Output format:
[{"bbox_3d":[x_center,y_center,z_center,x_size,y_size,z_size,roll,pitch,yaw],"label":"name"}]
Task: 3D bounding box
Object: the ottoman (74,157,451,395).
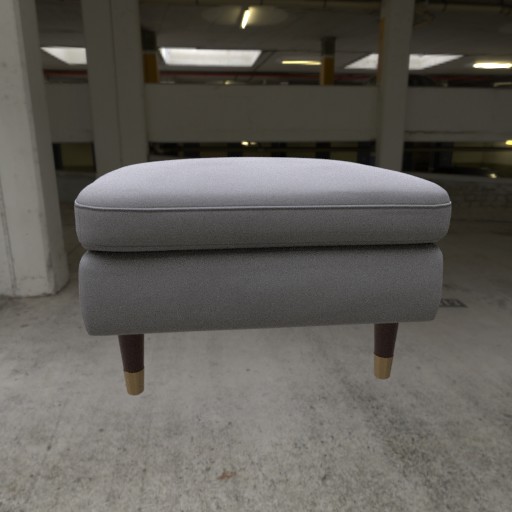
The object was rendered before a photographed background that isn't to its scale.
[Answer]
[{"bbox_3d":[0.000,0.000,1.113,0.747,0.478,0.593,-2,16,-6],"label":"ottoman"}]
